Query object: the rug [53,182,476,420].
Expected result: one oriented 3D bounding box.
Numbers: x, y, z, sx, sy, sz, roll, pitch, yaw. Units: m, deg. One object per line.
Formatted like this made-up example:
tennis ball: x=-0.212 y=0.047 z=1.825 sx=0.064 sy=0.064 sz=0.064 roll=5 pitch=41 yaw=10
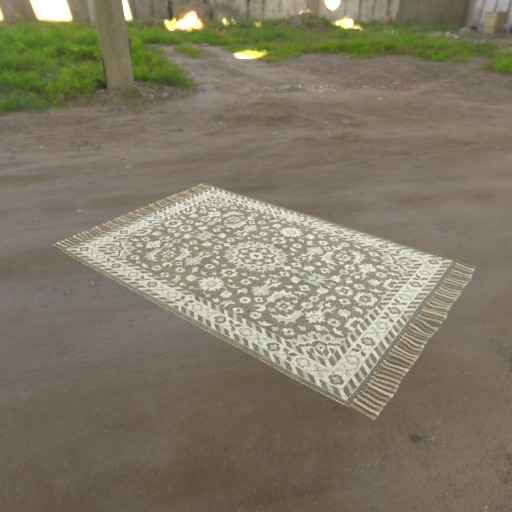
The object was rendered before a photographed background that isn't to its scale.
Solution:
rug: x=0.000 y=0.000 z=2.960 sx=2.431 sy=0.025 sz=1.530 roll=21 pitch=36 yaw=32
